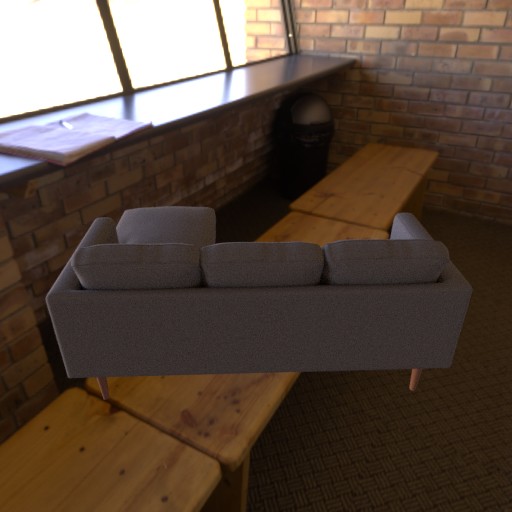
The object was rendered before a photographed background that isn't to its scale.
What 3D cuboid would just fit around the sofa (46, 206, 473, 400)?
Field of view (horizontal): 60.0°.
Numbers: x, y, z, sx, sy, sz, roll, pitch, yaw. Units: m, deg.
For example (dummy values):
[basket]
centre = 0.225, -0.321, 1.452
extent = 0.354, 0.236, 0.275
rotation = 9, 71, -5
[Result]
[sofa]
centre = 0.000, 0.000, 2.883
extent = 2.031, 0.897, 1.591
rotation = -1, 30, -2
